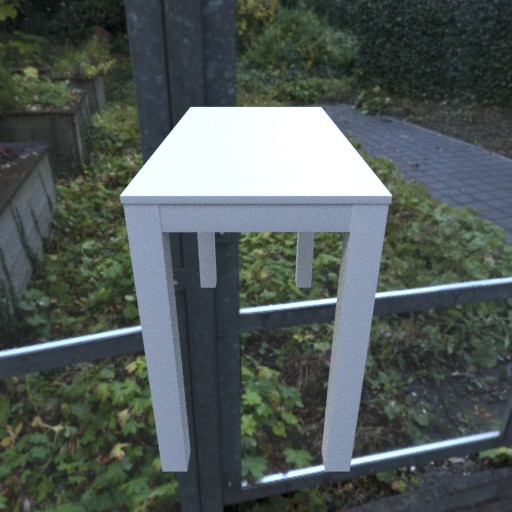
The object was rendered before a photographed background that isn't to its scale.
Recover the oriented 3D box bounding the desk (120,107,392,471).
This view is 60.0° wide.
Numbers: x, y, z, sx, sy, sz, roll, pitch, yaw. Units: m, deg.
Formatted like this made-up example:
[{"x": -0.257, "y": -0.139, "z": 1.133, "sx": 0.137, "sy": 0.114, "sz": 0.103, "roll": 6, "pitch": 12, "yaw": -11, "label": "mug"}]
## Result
[{"x": 0.000, "y": 0.000, "z": 1.423, "sx": 0.497, "sy": 0.762, "sz": 0.990, "roll": 0, "pitch": 27, "yaw": 0, "label": "desk"}]
